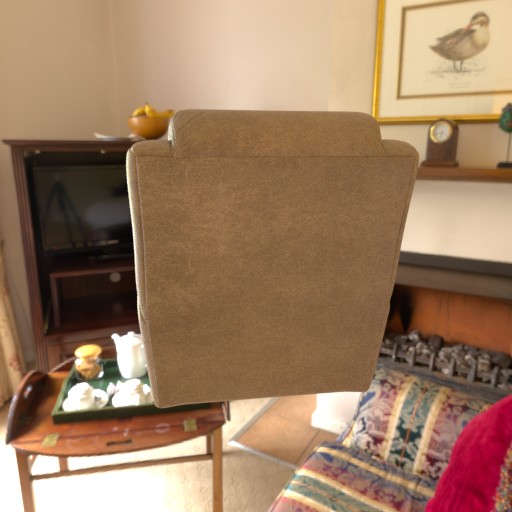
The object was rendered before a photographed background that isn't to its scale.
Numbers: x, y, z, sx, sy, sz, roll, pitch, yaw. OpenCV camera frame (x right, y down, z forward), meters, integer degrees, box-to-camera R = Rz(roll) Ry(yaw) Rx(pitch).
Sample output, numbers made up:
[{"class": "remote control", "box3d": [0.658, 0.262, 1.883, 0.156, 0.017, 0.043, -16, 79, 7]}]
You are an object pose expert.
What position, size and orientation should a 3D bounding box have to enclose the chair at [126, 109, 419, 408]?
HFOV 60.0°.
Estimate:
[{"class": "chair", "box3d": [0.000, 0.000, 1.893, 0.965, 1.116, 1.068, -2, 13, -8]}]
